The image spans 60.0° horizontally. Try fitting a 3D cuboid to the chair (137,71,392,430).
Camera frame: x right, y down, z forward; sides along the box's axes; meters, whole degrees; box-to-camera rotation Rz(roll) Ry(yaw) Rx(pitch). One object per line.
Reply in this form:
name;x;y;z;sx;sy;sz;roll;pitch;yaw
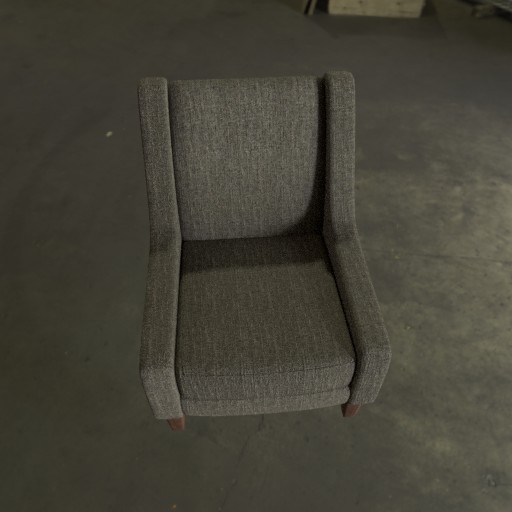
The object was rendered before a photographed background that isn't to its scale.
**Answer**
chair;0.000;0.000;1.657;0.793;1.012;0.944;-3;45;-3
